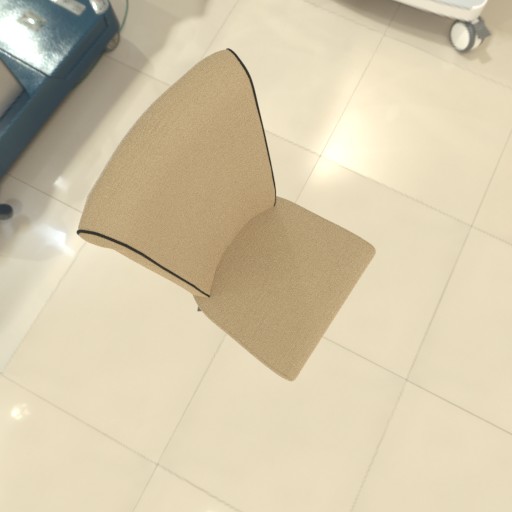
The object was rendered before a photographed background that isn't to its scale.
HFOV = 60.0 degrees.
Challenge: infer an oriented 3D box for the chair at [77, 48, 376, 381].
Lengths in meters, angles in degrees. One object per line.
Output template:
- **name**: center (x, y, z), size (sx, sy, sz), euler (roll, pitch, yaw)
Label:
- **chair**: center (0.000, 0.000, 1.355), size (0.623, 0.997, 0.522), euler (34, 78, 8)
